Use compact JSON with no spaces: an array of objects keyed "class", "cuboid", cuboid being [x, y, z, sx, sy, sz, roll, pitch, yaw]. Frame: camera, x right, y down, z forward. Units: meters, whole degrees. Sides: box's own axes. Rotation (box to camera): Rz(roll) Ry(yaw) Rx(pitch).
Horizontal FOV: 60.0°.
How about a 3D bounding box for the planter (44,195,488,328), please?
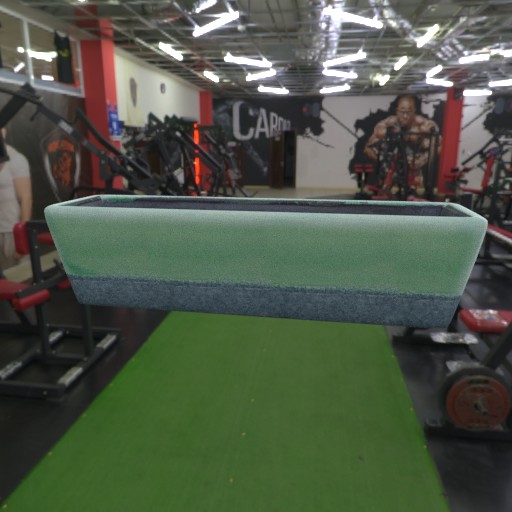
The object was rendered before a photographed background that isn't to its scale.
[{"class":"planter","cuboid":[0.000,0.000,0.307,0.275,0.072,0.072,3,15,10]}]
